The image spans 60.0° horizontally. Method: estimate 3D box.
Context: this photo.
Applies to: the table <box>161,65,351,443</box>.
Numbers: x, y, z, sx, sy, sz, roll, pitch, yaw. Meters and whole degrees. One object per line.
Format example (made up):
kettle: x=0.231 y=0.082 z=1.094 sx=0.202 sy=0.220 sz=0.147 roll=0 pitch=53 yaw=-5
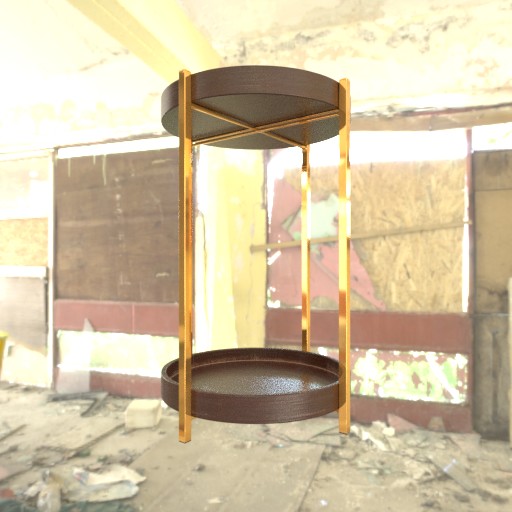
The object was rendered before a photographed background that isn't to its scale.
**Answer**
table: x=0.000 y=0.000 z=0.883 sx=0.400 sy=0.610 sz=0.400 roll=0 pitch=0 yaw=37
